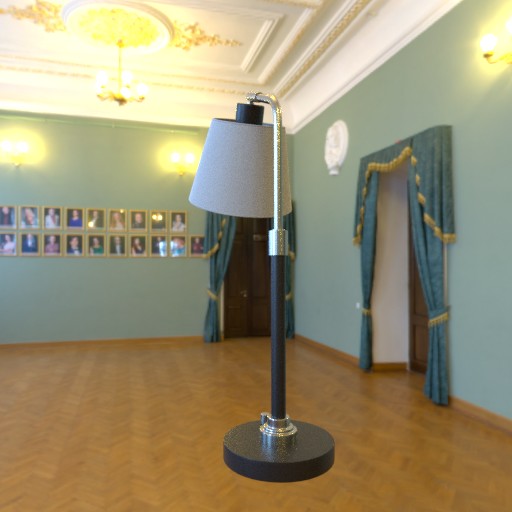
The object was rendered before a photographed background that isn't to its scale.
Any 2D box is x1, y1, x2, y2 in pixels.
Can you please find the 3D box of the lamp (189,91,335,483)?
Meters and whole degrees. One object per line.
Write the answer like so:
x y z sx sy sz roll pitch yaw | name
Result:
0.000 0.000 0.693 0.181 0.539 0.348 0 -1 -18 | lamp
